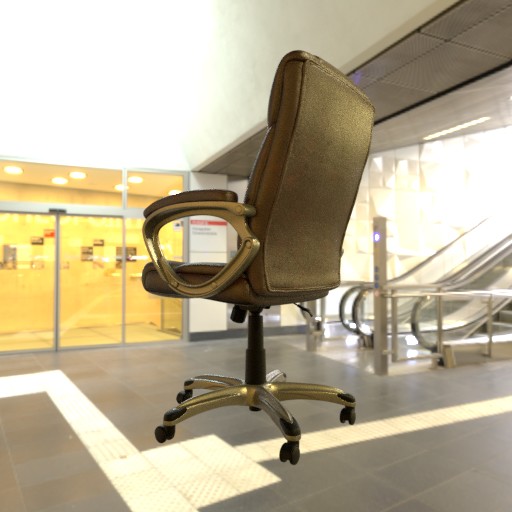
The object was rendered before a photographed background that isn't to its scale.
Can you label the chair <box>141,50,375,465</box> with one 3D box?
[{"bbox_3d":[0.000,0.000,1.528,0.692,1.128,0.656,-1,-1,36],"label":"chair"}]
